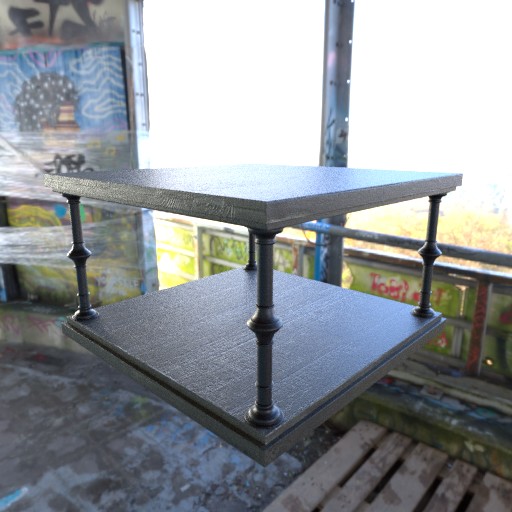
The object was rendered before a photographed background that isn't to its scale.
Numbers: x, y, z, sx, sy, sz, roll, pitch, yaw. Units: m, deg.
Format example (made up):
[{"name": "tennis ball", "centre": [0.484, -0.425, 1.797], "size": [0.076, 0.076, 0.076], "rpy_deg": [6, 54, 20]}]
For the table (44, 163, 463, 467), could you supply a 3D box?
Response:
[{"name": "table", "centre": [0.000, 0.000, 1.090], "size": [0.696, 0.400, 0.696], "rpy_deg": [13, 20, 42]}]
